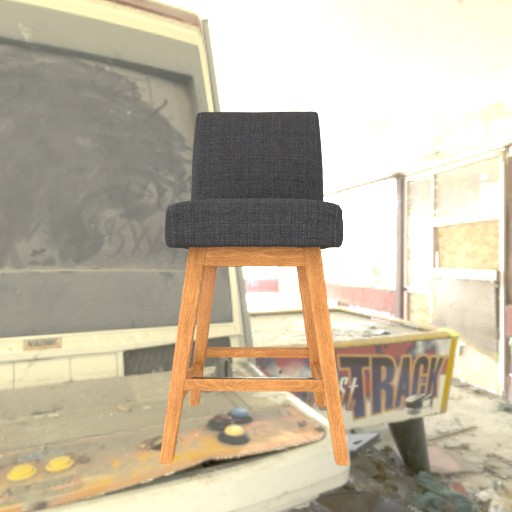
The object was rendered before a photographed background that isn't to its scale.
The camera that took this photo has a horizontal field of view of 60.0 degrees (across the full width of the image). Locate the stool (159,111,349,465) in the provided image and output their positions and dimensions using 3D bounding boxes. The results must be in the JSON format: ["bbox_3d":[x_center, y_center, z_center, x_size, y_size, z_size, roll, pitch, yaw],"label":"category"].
[{"bbox_3d":[0.000,0.000,1.325,0.459,1.010,0.526,0,0,1],"label":"stool"}]
